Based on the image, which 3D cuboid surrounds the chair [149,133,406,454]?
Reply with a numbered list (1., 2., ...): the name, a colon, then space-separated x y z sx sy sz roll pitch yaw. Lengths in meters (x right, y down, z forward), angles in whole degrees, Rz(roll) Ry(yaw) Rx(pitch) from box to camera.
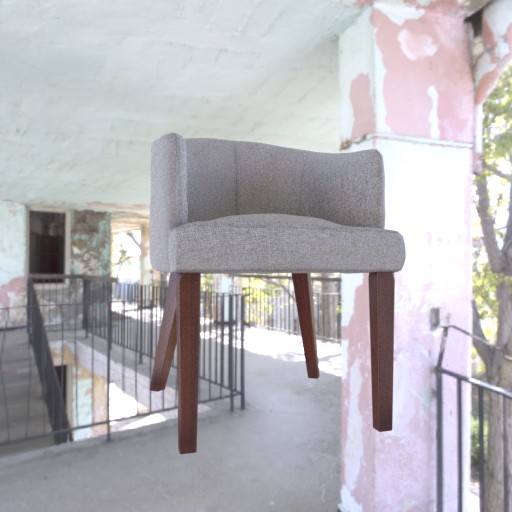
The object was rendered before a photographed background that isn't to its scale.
1. chair: 0.000 0.000 1.246 0.583 0.811 0.655 0 -1 -16
